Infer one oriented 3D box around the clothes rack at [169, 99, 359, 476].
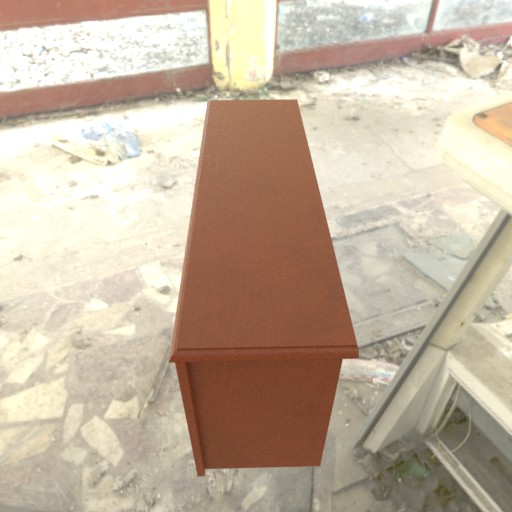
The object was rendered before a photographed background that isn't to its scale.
[{"bbox_3d":[0.000,0.000,1.500,0.362,0.594,1.251,-1,41,-1],"label":"clothes rack"}]
